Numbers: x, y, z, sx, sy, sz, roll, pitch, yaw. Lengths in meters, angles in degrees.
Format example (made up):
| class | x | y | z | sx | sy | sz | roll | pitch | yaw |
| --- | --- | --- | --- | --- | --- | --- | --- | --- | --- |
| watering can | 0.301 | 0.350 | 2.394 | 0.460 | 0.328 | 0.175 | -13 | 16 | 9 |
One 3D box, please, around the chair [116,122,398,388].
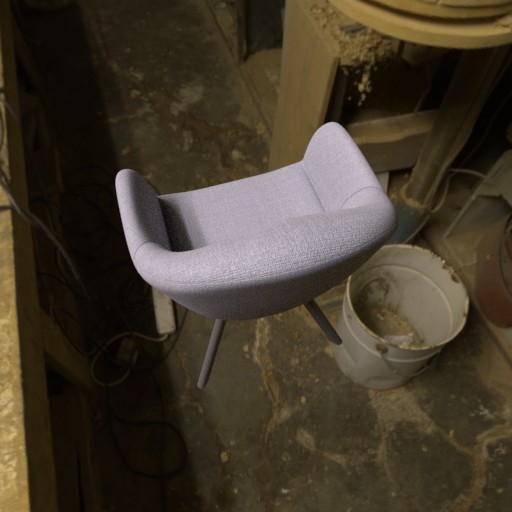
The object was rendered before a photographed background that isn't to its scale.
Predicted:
| class | x | y | z | sx | sy | sz | roll | pitch | yaw |
| --- | --- | --- | --- | --- | --- | --- | --- | --- | --- |
| chair | 0.000 | 0.000 | 1.184 | 0.590 | 0.795 | 0.550 | -15 | 60 | -9 |
